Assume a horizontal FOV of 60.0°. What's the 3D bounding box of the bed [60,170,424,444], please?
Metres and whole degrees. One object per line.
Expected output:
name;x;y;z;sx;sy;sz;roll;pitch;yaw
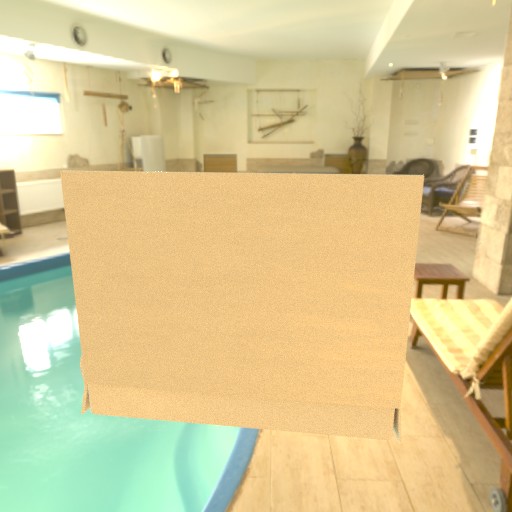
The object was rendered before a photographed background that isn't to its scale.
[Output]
bed;0.000;0.000;3.106;1.745;1.335;2.094;2;16;8
